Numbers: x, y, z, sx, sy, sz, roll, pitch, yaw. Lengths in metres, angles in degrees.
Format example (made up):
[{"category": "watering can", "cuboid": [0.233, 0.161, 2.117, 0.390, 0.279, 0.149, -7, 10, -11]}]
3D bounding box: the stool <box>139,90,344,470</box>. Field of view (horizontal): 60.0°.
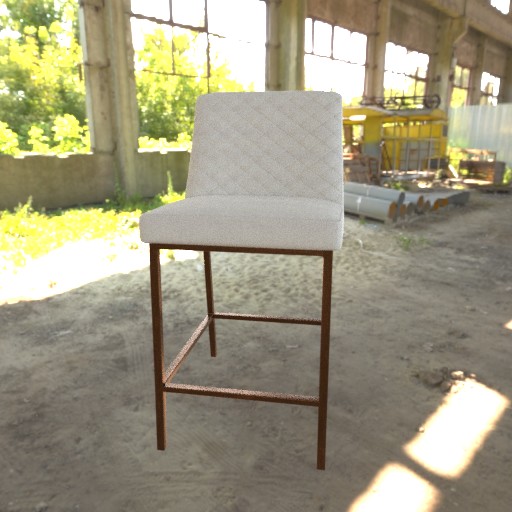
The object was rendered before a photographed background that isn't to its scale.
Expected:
[{"category": "stool", "cuboid": [0.000, 0.000, 1.320, 0.507, 0.973, 0.576, 2, 15, 9]}]
